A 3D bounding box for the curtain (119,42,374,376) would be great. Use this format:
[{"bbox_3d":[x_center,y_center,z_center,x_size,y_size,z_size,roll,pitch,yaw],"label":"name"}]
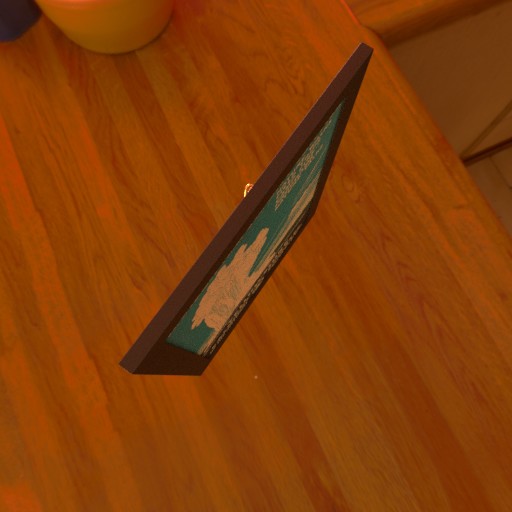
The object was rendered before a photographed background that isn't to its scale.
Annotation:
[{"bbox_3d":[0.000,0.000,0.791,0.027,0.585,0.483,34,77,9],"label":"curtain"}]
